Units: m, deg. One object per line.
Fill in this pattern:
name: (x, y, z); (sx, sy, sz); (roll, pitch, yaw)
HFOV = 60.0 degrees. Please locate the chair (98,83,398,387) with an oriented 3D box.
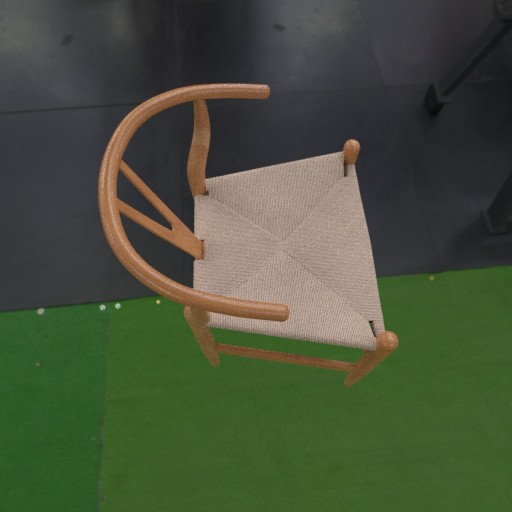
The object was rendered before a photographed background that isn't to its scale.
chair: (0.000, 0.000, 1.138); (0.579, 0.730, 0.569); (-3, 63, -1)
